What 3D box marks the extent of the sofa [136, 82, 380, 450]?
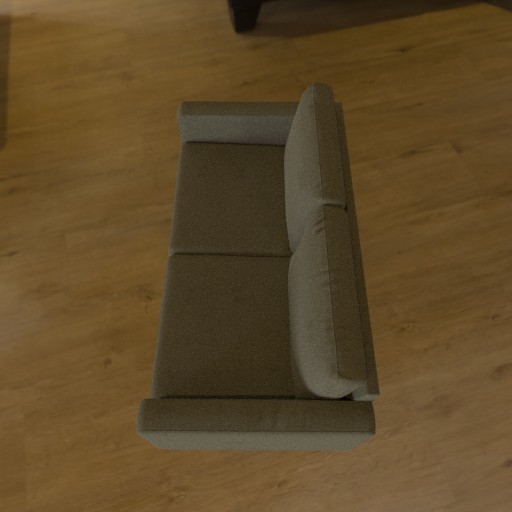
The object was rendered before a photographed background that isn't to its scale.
[{"bbox_3d":[0.000,0.000,2.205,0.889,0.897,1.730,0,60,0],"label":"sofa"}]
